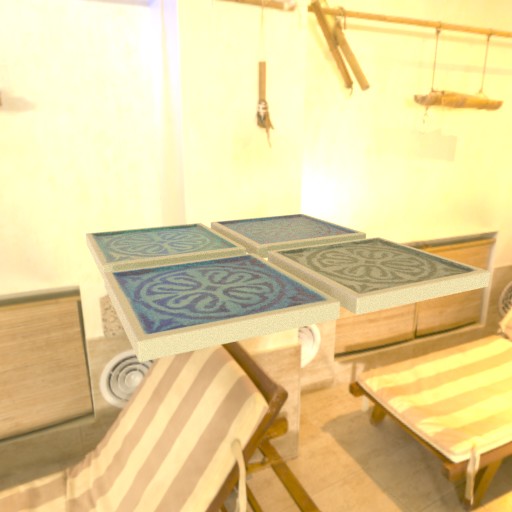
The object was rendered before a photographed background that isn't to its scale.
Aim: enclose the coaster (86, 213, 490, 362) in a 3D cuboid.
[{"bbox_3d":[0.000,0.000,0.323,0.214,0.010,0.219,-8,18,-25],"label":"coaster"}]
